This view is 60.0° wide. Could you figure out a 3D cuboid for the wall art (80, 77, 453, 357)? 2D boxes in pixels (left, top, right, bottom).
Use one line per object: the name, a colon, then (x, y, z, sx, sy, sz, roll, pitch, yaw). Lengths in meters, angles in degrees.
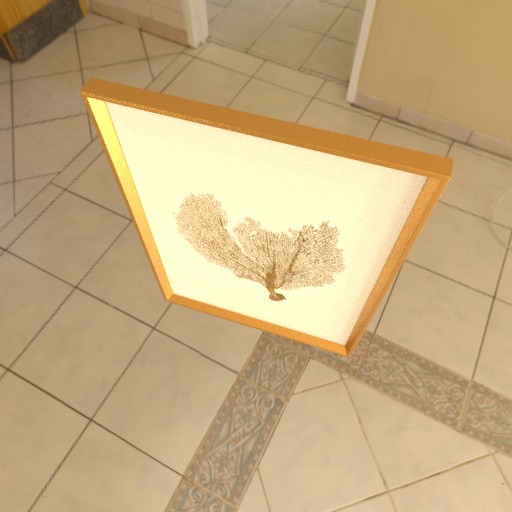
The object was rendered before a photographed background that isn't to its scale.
wall art: (0.000, 0.000, 1.049, 0.610, 0.812, 0.038, 16, 60, 9)
